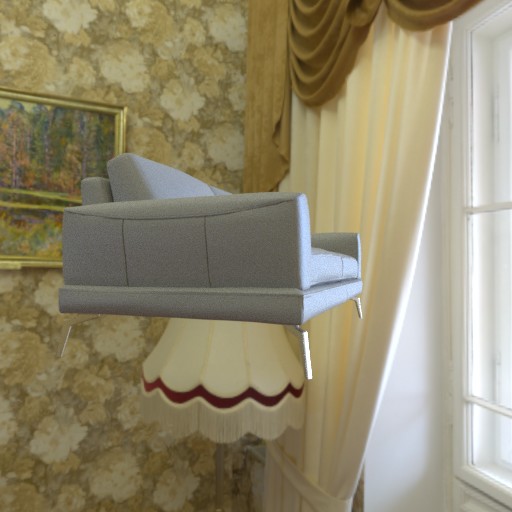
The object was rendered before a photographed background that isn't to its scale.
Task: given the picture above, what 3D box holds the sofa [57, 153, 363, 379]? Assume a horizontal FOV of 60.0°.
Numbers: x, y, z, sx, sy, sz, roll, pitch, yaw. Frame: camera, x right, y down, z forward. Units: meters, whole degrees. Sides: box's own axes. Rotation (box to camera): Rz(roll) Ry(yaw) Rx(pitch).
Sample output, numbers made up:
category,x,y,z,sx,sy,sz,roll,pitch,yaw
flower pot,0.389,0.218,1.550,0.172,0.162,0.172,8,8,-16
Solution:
category,x,y,z,sx,sy,sz,roll,pitch,yaw
sofa,0.000,0.000,2.722,1.121,0.930,2.177,-1,-2,19
